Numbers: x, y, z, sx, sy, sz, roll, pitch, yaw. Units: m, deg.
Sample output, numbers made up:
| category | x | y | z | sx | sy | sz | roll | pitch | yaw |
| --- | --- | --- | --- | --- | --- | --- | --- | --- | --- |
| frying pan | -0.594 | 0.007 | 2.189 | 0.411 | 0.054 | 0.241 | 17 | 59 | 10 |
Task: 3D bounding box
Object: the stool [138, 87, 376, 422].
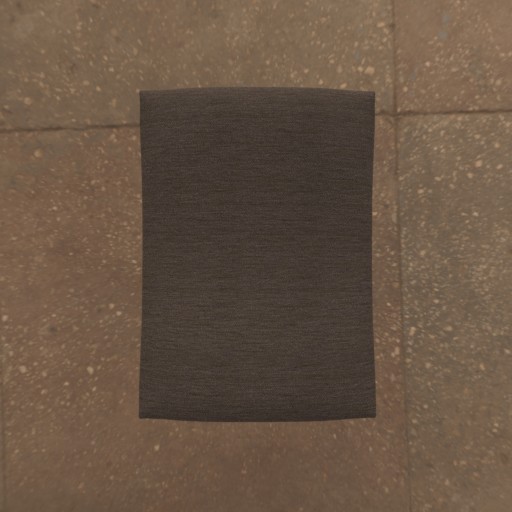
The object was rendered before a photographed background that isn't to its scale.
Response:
| category | x | y | z | sx | sy | sz | roll | pitch | yaw |
| --- | --- | --- | --- | --- | --- | --- | --- | --- | --- |
| stool | 0.000 | 0.000 | 0.958 | 0.372 | 0.654 | 0.504 | 0 | 89 | 0 |
